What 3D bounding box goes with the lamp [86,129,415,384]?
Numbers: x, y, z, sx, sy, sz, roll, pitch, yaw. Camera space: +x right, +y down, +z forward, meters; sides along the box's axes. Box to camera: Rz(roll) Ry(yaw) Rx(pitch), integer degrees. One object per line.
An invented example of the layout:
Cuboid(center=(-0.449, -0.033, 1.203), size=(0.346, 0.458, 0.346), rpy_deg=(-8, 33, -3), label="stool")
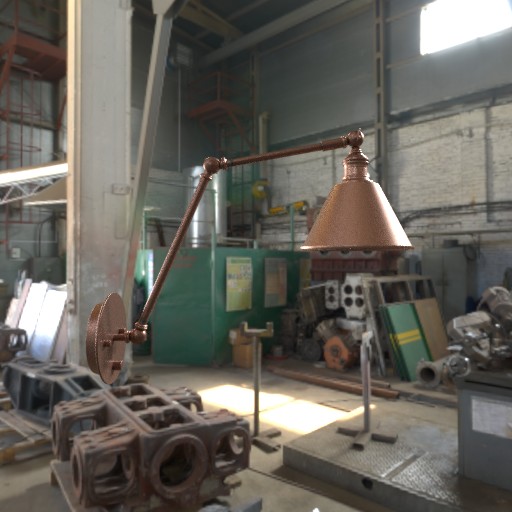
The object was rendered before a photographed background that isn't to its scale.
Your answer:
Cuboid(center=(0.000, 0.000, 0.888), size=(0.624, 0.502, 0.223), rpy_deg=(0, -1, -1), label="lamp")
